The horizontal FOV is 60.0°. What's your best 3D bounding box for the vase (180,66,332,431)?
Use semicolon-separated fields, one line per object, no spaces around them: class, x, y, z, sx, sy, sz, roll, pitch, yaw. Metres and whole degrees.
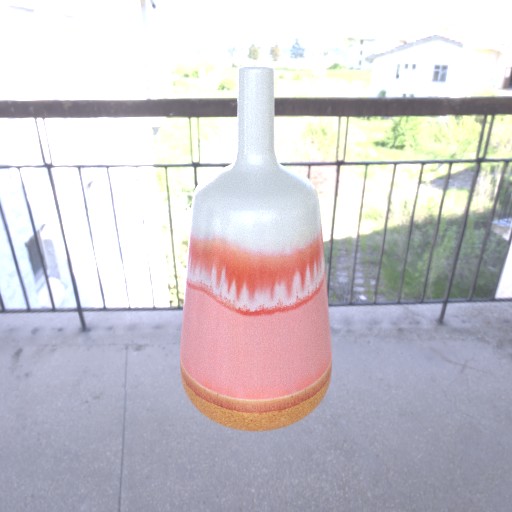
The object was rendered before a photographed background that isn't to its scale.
vase;0.000;0.000;0.378;0.144;0.296;0.144;0;25;0
